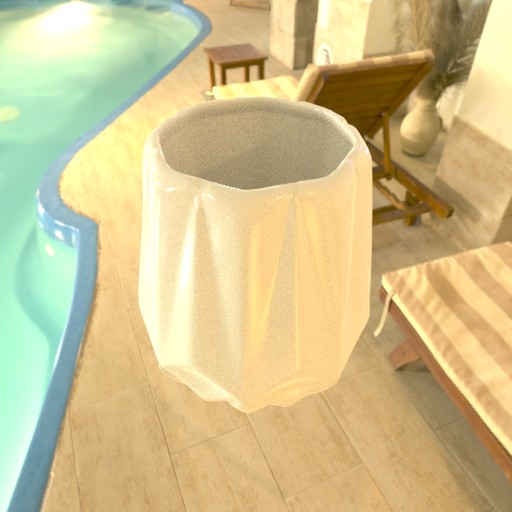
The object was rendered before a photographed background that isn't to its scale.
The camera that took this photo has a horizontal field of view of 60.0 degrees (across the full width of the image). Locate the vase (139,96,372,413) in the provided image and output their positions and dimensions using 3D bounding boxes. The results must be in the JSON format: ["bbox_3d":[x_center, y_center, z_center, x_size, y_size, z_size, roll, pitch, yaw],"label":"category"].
[{"bbox_3d":[0.000,0.000,0.259,0.141,0.152,0.141,0,41,0],"label":"vase"}]
